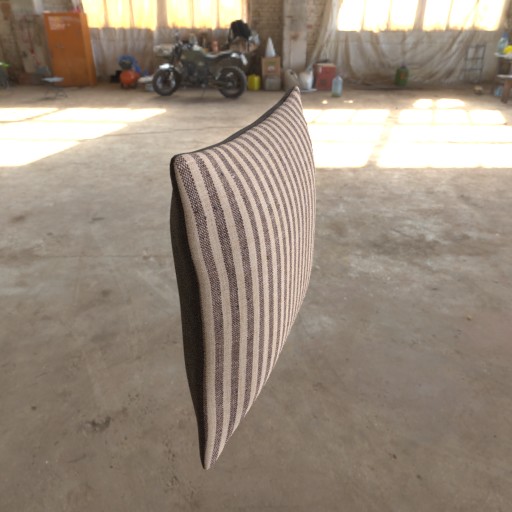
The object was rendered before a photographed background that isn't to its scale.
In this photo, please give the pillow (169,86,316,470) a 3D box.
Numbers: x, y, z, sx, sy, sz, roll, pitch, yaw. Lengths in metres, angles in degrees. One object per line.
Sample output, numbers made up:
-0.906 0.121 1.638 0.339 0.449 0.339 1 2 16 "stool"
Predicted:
0.000 0.000 0.797 0.166 0.506 0.523 10 31 17 "pillow"
